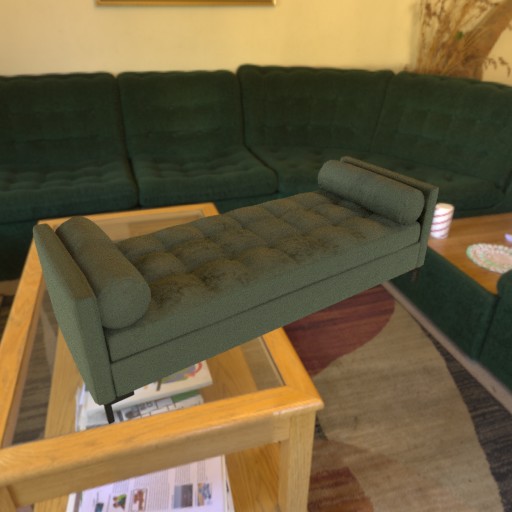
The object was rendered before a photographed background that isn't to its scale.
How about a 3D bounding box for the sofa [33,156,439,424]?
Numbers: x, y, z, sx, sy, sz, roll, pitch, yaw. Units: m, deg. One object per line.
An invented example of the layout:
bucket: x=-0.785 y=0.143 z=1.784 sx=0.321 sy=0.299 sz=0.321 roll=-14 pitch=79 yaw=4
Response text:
sofa: x=0.000 y=0.000 z=2.524 sx=2.130 sy=0.681 sz=0.817 roll=-18 pitch=34 yaw=-29
